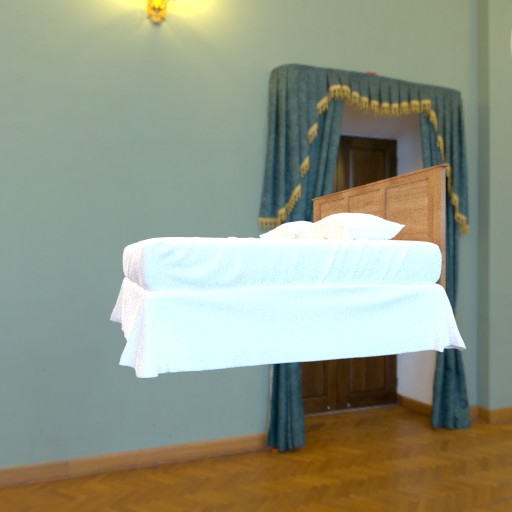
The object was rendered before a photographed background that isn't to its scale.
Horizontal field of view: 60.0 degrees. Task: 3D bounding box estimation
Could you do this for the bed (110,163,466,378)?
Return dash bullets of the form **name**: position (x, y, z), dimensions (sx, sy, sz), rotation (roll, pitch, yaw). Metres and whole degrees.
- **bed**: position (0.000, 0.000, 3.618), dimensions (2.215, 1.270, 2.317), rotation (0, 0, -20)
